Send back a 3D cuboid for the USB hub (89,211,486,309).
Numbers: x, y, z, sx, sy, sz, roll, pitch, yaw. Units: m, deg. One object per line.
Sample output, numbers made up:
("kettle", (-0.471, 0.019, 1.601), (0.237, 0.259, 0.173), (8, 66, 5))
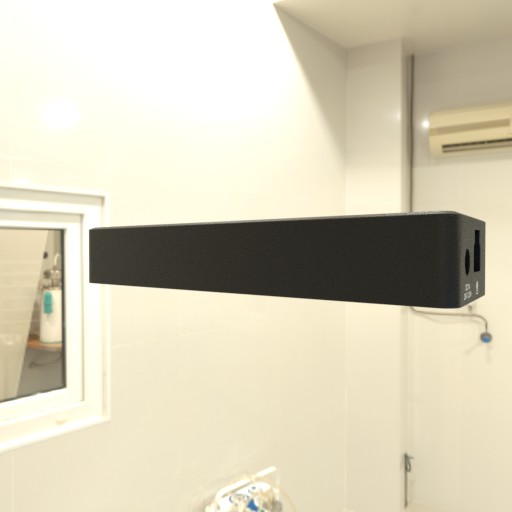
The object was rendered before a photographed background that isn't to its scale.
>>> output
("USB hub", (0.000, 0.000, 0.161), (0.145, 0.023, 0.044), (1, 1, 35))
